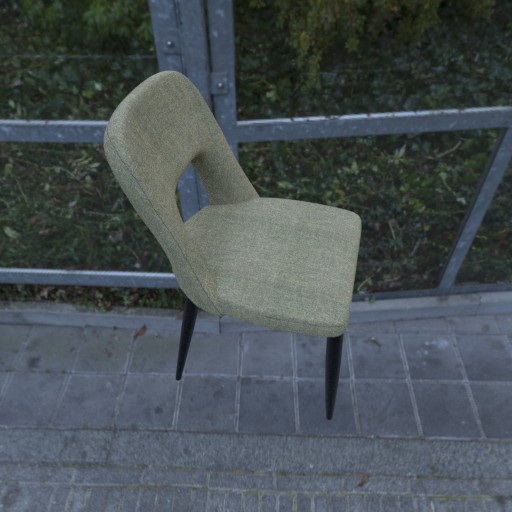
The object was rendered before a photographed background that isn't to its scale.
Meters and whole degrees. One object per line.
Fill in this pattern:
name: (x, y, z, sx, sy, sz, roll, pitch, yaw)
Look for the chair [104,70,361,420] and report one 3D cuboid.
chair: (0.000, 0.000, 1.290, 0.612, 0.931, 0.470, 10, 46, 10)
